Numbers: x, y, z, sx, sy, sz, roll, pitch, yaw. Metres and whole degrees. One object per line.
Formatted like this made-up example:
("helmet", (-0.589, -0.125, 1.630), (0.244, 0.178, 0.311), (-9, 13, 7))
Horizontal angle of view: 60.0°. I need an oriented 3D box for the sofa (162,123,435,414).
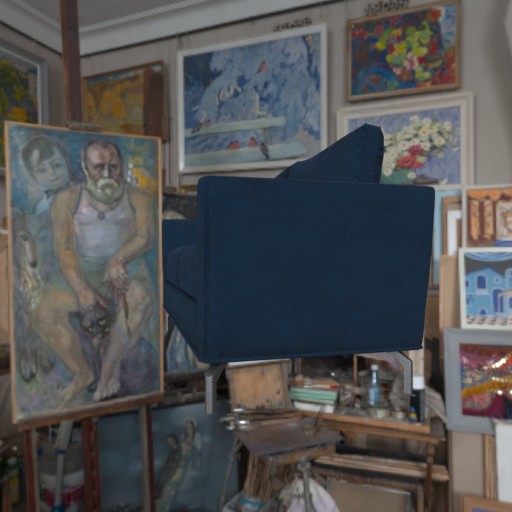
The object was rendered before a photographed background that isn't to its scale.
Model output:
("sofa", (0.000, 0.000, 2.311), (0.853, 1.002, 1.770), (0, 0, -16))
